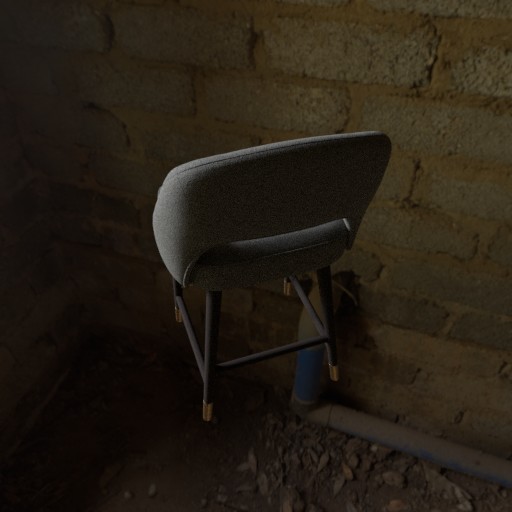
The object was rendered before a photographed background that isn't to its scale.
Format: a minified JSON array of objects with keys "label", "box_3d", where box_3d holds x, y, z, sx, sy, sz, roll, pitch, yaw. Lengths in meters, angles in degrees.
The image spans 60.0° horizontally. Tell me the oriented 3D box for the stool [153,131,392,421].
[{"label":"stool","box_3d":[0.000,0.000,1.263,0.536,0.925,0.524,-13,42,-14]}]
